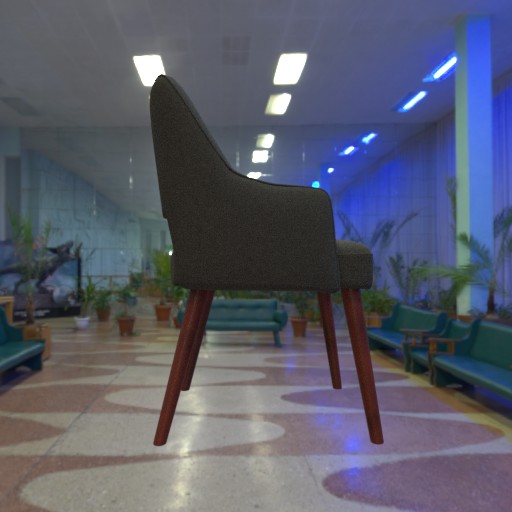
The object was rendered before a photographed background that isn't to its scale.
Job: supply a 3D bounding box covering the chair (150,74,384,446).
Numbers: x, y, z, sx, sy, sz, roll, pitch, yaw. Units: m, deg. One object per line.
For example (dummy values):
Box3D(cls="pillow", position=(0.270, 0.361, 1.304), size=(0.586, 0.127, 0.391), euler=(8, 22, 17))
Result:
Box3D(cls="chair", position=(0.000, 0.000, 1.203), size=(0.560, 0.838, 0.559), euler=(0, -1, -1))
